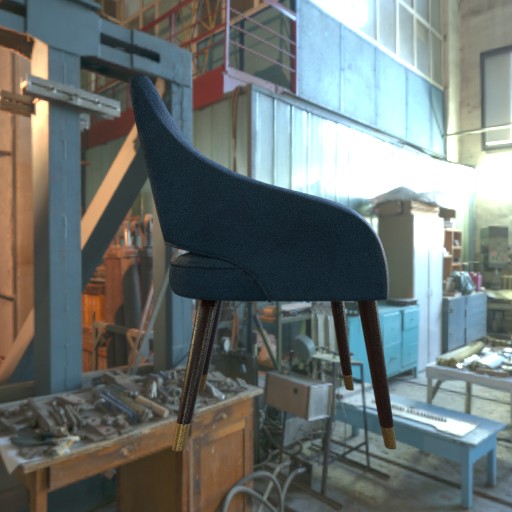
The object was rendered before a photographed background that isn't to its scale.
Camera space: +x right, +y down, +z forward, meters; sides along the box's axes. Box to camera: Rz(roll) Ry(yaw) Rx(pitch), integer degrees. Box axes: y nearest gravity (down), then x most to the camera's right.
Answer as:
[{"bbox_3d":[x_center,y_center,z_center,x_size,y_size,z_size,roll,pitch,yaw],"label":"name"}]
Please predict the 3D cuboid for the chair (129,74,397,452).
[{"bbox_3d":[0.000,0.000,1.512,0.794,1.081,0.683,0,1,-1],"label":"chair"}]
